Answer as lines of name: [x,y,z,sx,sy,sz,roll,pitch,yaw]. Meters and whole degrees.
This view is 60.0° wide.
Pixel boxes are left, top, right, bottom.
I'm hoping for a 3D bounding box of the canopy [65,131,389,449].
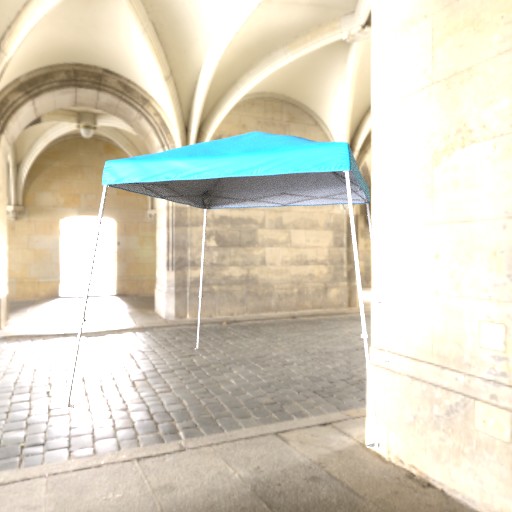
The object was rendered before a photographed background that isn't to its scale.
canopy: [0.000,0.000,5.071,2.848,2.849,2.849,0,0,18]
